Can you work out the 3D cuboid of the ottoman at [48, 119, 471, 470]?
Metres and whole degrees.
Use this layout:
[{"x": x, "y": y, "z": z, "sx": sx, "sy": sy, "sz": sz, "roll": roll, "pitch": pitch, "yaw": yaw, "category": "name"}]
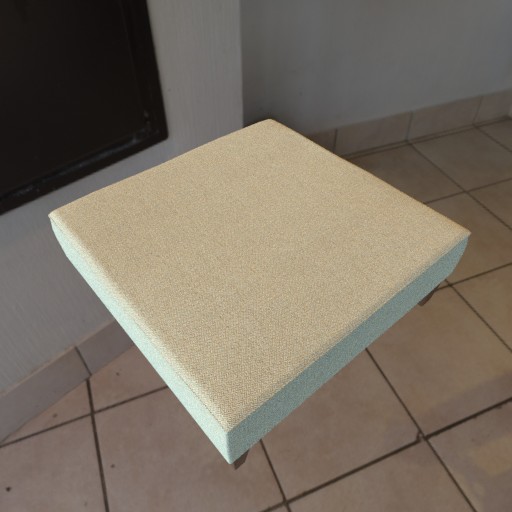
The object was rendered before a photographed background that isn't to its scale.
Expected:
[{"x": 0.000, "y": 0.000, "z": 1.543, "sx": 1.004, "sy": 0.379, "sz": 0.968, "roll": -32, "pitch": 53, "yaw": -27, "category": "ottoman"}]
